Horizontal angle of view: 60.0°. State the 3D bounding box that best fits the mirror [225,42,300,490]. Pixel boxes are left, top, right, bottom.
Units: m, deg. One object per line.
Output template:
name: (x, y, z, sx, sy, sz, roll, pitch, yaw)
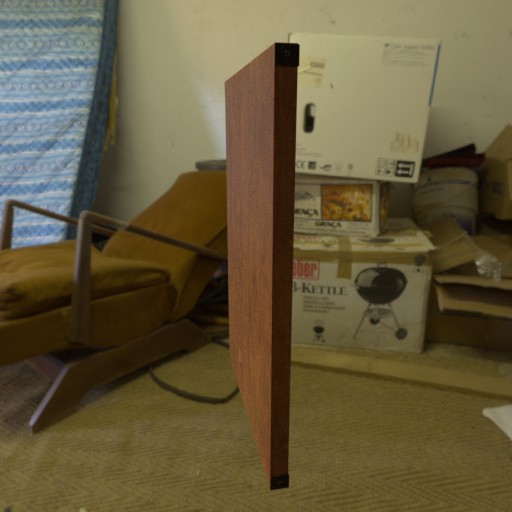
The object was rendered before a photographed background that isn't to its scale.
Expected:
mirror: (0.000, 0.000, 0.965, 0.053, 0.761, 0.517, -3, 16, -11)
